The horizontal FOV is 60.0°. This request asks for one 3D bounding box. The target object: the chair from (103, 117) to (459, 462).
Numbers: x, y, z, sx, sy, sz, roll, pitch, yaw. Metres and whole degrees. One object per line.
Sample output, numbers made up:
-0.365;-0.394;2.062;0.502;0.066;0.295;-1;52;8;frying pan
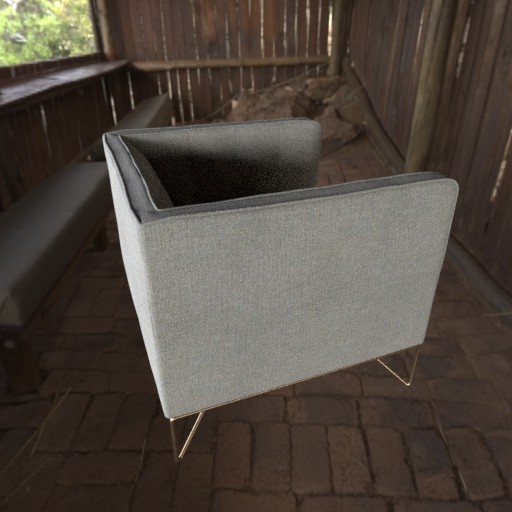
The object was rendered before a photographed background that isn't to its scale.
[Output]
0.000;0.000;1.640;0.912;0.799;0.920;-11;31;-19;chair
